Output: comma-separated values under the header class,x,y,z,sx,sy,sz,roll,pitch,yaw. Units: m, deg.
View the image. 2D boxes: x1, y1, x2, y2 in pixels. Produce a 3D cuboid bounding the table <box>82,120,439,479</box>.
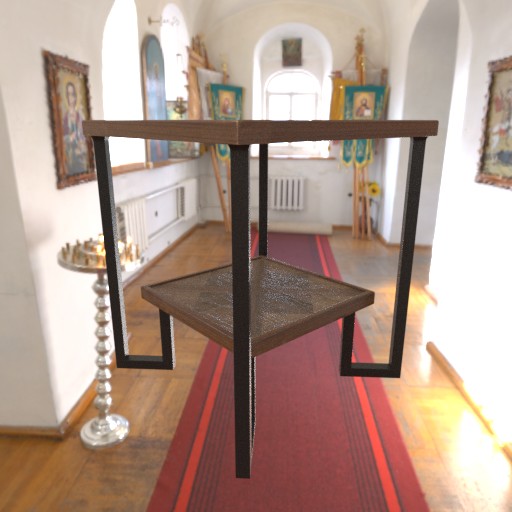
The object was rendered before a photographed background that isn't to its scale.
class,x,y,z,sx,sy,sz,roll,pitch,yaw
table,0.000,0.000,0.961,0.503,0.563,0.503,-14,22,-39
